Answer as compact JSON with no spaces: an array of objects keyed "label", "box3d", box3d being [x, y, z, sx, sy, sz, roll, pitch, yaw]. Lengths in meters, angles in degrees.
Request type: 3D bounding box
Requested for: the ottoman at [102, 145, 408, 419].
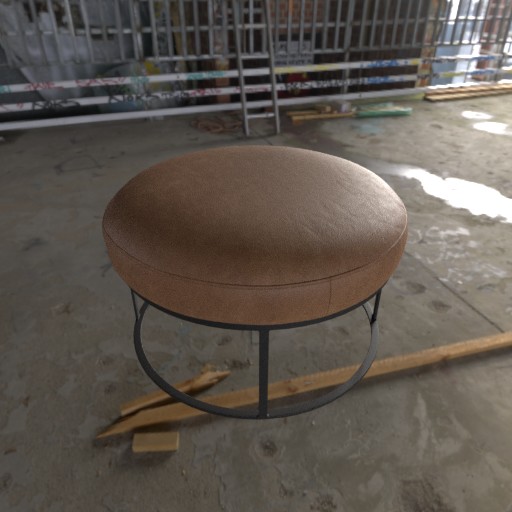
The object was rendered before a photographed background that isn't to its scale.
[{"label":"ottoman","box3d":[0.000,0.000,1.246,0.771,0.460,0.771,0,32,0]}]
